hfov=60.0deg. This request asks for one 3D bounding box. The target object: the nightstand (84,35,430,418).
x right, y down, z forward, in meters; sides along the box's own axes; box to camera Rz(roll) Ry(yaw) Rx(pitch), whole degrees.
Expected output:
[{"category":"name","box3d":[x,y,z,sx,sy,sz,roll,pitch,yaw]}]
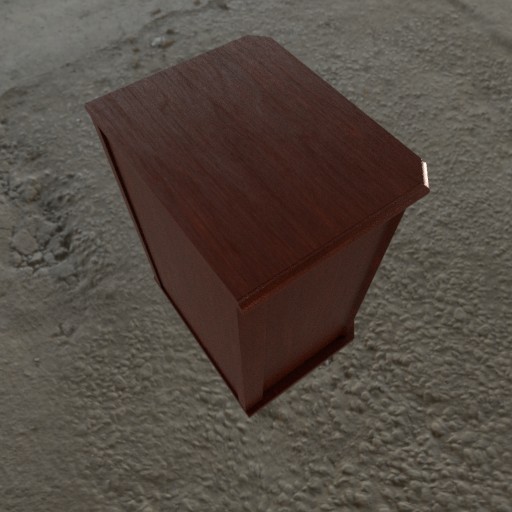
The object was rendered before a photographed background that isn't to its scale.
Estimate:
[{"category":"nightstand","box3d":[0.000,0.000,0.934,0.351,0.681,0.435,-32,63,-18]}]
